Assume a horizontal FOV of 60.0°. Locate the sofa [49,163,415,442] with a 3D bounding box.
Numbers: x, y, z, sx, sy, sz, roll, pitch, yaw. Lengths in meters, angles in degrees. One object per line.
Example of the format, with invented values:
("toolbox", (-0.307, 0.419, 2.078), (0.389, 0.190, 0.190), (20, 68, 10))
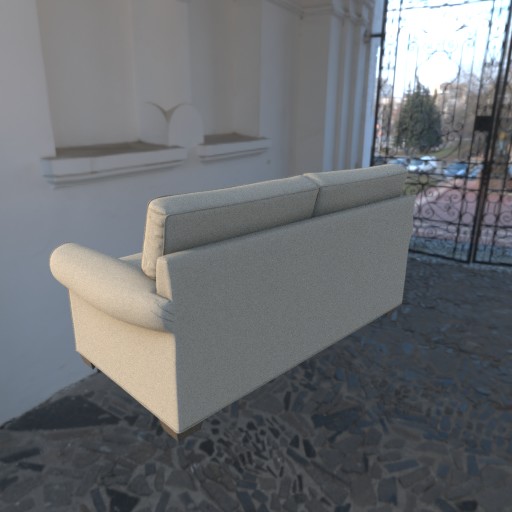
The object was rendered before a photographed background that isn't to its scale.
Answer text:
("sofa", (0.000, 0.000, 2.431), (1.930, 0.952, 0.940), (-17, 24, -42))
